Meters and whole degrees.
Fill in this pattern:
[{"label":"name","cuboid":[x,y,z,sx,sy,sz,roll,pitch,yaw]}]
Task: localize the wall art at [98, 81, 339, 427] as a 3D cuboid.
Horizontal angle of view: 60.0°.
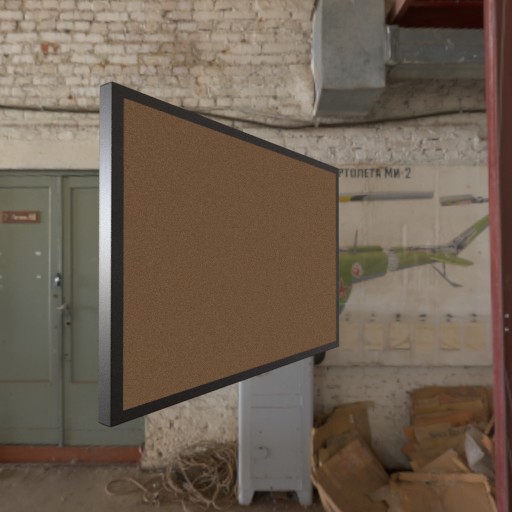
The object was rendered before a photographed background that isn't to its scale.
[{"label":"wall art","cuboid":[0.000,0.000,1.157,0.038,0.612,0.912,0,-1,36]}]
